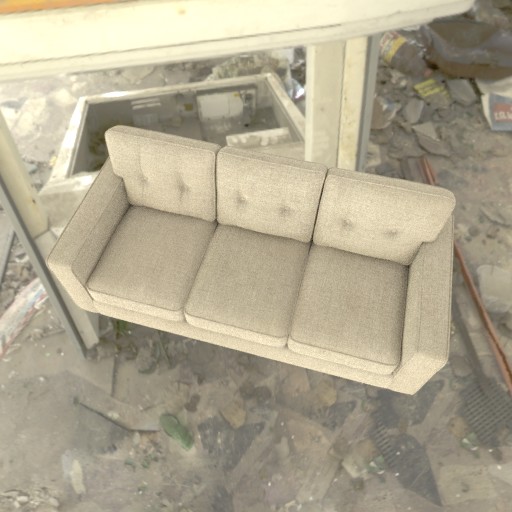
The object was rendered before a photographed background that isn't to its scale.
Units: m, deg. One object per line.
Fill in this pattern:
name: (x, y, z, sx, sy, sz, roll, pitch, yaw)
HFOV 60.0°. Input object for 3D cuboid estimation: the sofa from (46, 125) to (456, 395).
sofa: (0.000, 0.000, 2.596, 2.133, 0.965, 0.939, 13, 59, 8)
